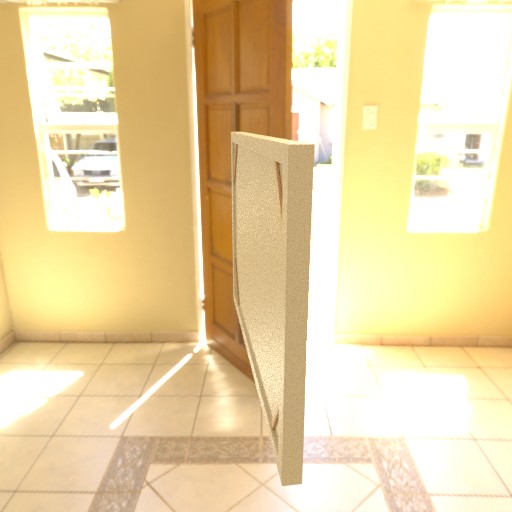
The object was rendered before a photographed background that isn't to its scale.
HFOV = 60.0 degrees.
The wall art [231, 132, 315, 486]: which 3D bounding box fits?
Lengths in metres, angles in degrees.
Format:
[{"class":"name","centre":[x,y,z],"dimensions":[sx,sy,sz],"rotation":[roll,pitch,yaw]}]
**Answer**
[{"class":"wall art","centre":[0.000,0.000,1.161],"dimensions":[0.038,0.609,0.914],"rotation":[-2,17,-8]}]
